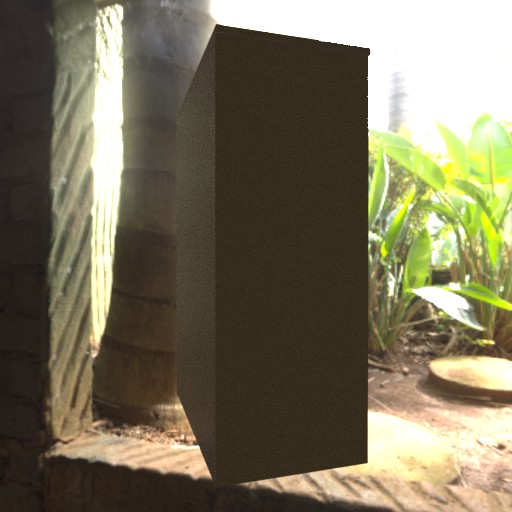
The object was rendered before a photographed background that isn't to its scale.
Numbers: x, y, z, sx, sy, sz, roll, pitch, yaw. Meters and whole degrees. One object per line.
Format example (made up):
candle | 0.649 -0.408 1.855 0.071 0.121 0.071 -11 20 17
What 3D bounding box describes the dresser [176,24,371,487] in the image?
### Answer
dresser | 0.000 0.000 1.366 0.401 1.021 0.704 0 1 -17
